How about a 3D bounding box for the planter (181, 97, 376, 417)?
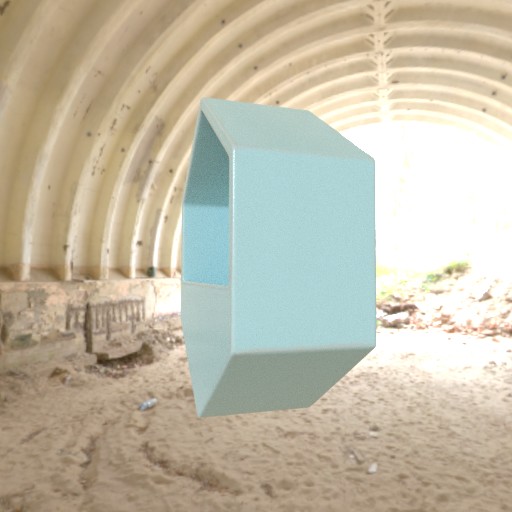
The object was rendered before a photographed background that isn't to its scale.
[{"bbox_3d":[0.000,0.000,0.297,0.078,0.207,0.169,1,-2,-17],"label":"planter"}]
